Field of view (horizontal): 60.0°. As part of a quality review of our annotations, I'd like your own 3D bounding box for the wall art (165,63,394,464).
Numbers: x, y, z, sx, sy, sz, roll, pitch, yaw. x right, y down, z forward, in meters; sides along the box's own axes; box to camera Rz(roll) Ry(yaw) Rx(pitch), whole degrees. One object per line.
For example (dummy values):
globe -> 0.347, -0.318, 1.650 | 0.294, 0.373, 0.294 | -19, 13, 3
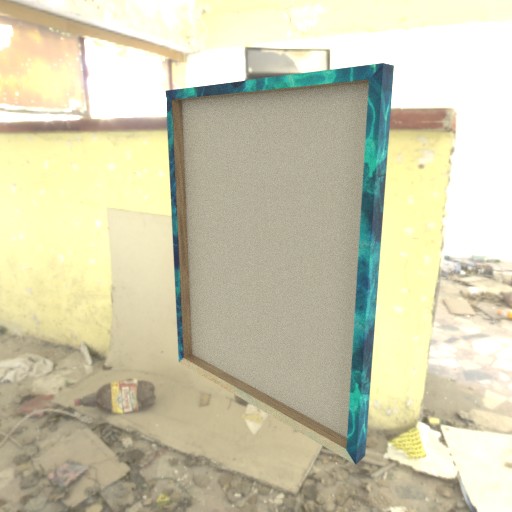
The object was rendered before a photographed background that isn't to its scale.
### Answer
wall art -> 0.000, 0.000, 1.026 | 0.609, 0.760, 0.038 | 14, 20, 43
